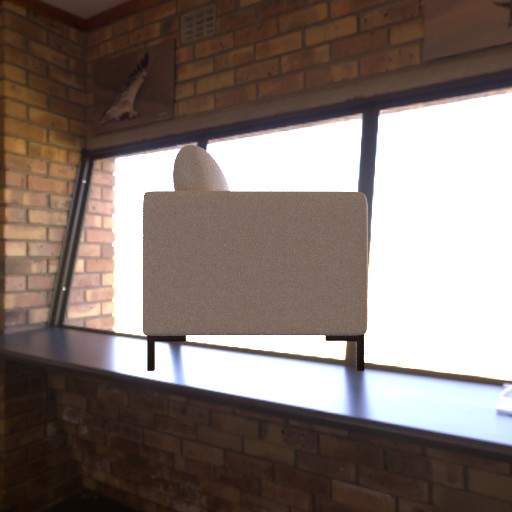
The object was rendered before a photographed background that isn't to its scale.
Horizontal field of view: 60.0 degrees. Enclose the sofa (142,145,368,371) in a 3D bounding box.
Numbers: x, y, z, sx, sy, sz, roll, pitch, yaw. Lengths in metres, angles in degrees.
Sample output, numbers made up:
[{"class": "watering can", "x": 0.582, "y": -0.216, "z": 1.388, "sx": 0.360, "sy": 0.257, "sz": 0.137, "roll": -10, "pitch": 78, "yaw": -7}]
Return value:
[{"class": "sofa", "x": 0.000, "y": 0.000, "z": 2.731, "sx": 0.859, "sy": 0.874, "sz": 2.218, "roll": 0, "pitch": -1, "yaw": 0}]
